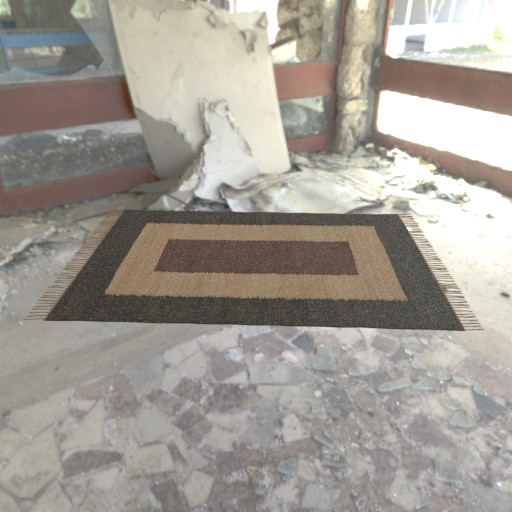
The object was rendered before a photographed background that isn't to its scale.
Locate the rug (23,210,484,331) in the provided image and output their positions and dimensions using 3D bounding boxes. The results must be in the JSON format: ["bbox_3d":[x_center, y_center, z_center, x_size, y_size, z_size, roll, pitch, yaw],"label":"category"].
[{"bbox_3d":[0.000,0.000,1.858,1.541,0.013,0.920,1,30,2],"label":"rug"}]
